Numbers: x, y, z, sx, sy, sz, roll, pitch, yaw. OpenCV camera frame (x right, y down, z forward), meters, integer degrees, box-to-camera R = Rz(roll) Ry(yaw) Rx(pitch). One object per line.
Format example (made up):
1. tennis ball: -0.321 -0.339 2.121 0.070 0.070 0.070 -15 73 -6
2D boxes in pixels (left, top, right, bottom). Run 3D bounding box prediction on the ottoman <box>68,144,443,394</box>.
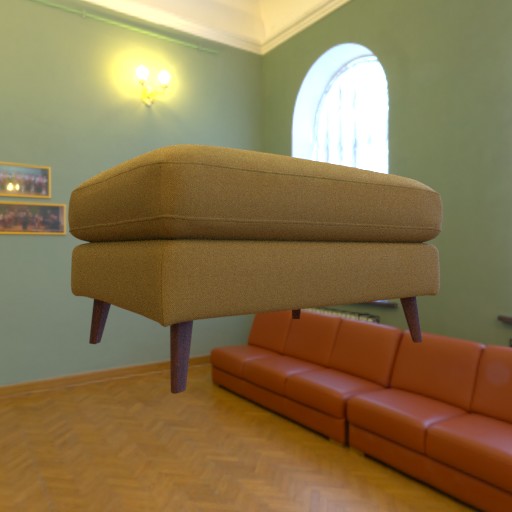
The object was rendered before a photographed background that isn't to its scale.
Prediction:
1. ottoman: 0.000 0.000 1.145 0.811 0.449 0.608 -1 1 -36
